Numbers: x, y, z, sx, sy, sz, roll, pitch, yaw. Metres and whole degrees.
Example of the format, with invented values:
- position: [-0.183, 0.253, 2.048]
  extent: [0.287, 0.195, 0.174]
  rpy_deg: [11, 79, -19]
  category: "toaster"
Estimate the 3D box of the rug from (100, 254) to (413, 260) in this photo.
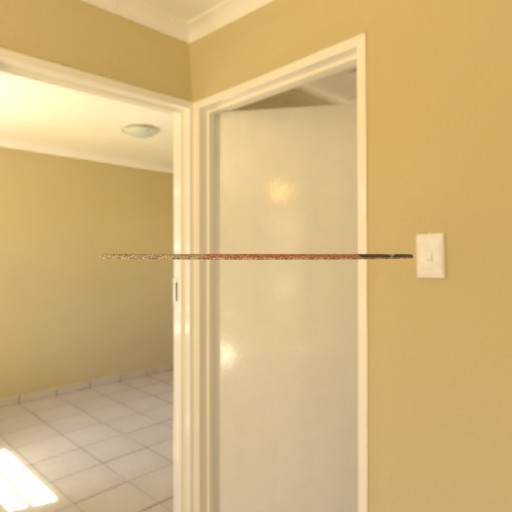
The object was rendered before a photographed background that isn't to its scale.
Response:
- position: [0.000, 0.000, 3.686]
  extent: [2.461, 0.033, 2.461]
  rpy_deg: [0, 0, 0]
  category: "rug"
